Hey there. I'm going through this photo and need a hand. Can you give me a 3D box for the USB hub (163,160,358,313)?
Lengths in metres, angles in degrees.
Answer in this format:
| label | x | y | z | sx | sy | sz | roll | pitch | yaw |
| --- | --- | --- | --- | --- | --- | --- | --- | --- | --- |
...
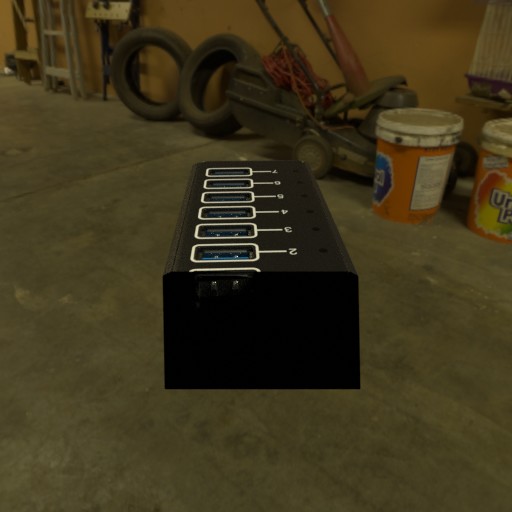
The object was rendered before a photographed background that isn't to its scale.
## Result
| label | x | y | z | sx | sy | sz | roll | pitch | yaw |
| --- | --- | --- | --- | --- | --- | --- | --- | --- | --- |
| USB hub | 0.000 | 0.000 | 0.129 | 0.044 | 0.023 | 0.110 | -1 | 30 | -2 |
